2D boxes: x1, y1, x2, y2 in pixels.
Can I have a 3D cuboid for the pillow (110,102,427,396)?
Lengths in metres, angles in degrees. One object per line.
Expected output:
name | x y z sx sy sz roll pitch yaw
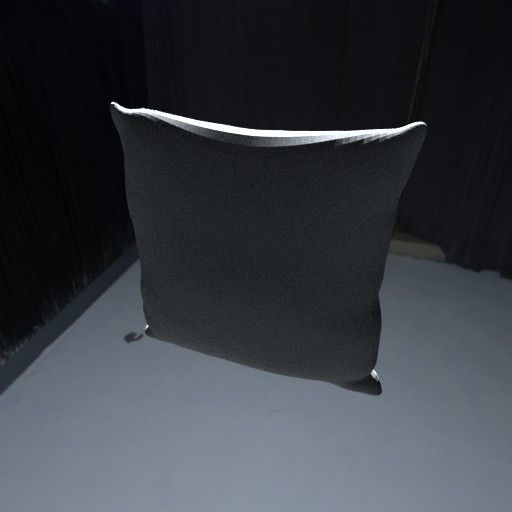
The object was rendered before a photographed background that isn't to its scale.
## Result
pillow | 0.000 0.000 0.681 0.440 0.441 0.182 10 33 16
